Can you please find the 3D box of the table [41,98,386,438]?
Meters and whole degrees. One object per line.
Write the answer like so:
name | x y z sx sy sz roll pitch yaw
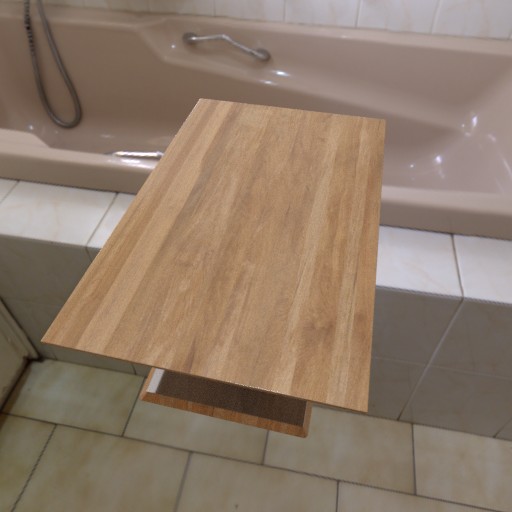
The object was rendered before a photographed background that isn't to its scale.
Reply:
table | 0.000 0.000 1.422 0.692 0.441 1.100 10 48 9
